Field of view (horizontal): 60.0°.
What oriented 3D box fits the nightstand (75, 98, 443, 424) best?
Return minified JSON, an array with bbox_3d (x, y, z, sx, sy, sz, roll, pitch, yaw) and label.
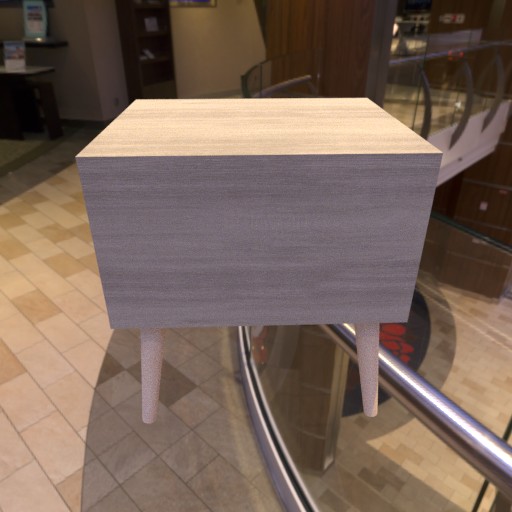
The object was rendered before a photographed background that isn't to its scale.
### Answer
[{"bbox_3d":[0.000,0.000,0.830,0.450,0.500,0.380,-1,30,-2],"label":"nightstand"}]
